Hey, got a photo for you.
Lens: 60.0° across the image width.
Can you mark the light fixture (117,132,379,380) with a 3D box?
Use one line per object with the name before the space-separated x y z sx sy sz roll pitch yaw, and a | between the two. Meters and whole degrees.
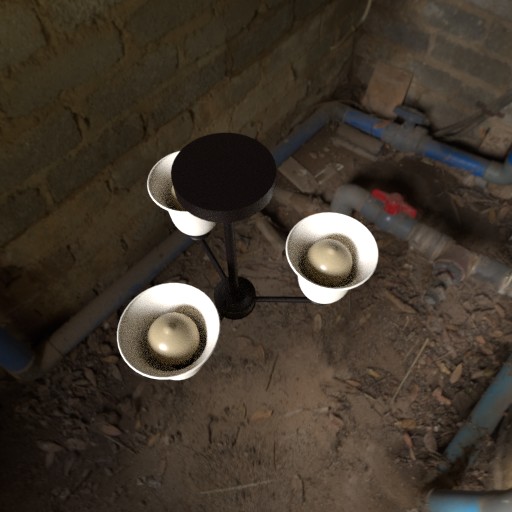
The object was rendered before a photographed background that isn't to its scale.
light fixture | 0.000 0.000 0.662 0.354 0.370 0.388 1 58 1
